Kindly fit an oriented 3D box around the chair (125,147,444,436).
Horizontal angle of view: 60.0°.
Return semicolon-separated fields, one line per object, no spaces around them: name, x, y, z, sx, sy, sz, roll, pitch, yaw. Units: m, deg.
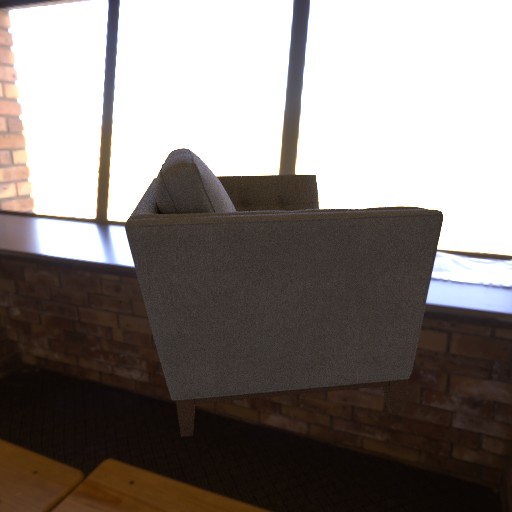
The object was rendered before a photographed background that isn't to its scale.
chair;0.000;0.000;2.030;0.965;0.942;1.396;-2;15;-9
